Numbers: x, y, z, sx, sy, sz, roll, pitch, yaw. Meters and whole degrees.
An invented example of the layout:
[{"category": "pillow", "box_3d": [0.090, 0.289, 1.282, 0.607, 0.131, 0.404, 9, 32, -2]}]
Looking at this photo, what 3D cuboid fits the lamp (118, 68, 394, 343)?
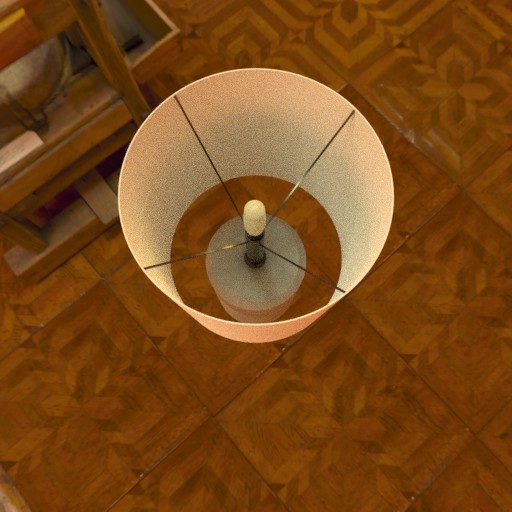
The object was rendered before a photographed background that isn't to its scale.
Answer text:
[{"category": "lamp", "box_3d": [0.000, 0.000, 0.533, 0.206, 0.416, 0.206, -38, 79, -9]}]
